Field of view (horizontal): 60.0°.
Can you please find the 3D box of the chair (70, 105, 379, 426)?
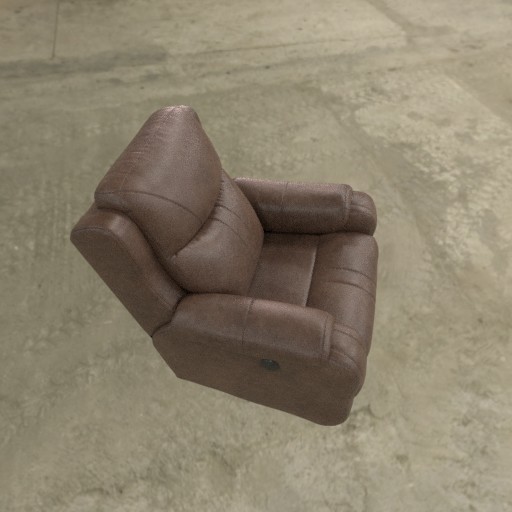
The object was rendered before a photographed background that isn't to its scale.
[{"bbox_3d":[0.000,0.000,1.837,1.067,0.990,0.940,10,49,9],"label":"chair"}]
